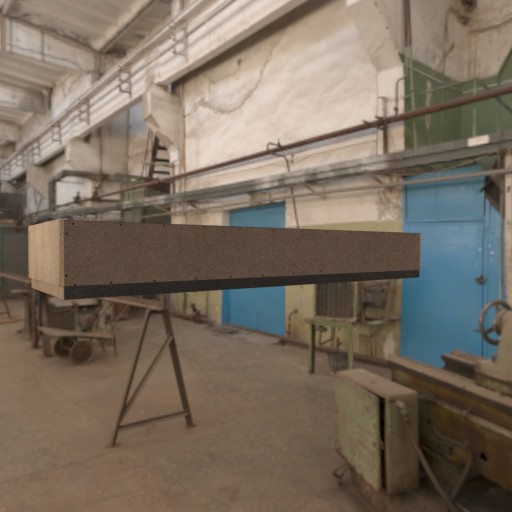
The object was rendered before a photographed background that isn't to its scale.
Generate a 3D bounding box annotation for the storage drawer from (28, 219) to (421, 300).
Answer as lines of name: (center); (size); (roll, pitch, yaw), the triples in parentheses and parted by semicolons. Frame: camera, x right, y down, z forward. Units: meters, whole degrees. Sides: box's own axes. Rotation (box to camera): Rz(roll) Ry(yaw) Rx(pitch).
storage drawer: (0.000, 0.000, 2.342); (2.072, 0.274, 0.591); (-1, 1, -36)
